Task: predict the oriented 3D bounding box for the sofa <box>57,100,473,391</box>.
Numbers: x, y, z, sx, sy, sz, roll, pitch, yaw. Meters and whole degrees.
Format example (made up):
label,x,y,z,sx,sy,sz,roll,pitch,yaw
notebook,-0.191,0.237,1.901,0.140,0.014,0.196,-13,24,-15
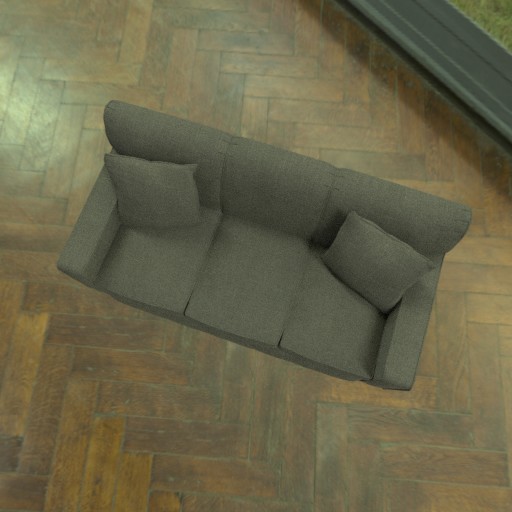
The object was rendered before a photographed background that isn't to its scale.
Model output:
label,x,y,z,sx,sy,sz,roll,pitch,yaw
sofa,0.000,0.000,2.606,2.024,0.958,0.997,18,75,5
